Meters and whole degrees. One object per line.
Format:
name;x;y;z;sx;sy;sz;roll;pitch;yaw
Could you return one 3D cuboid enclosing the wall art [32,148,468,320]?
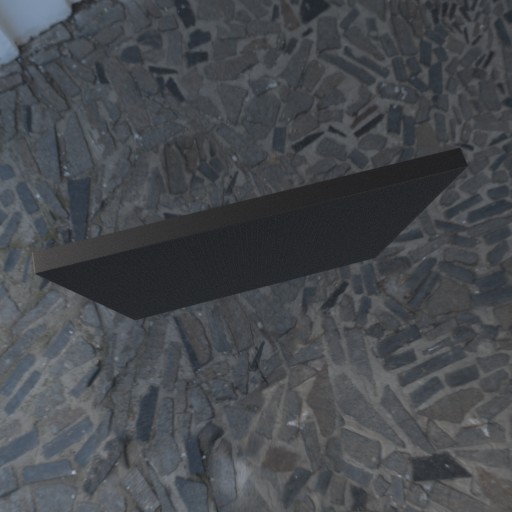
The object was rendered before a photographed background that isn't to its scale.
wall art;0.000;0.000;0.776;0.559;0.458;0.029;-14;75;-4
